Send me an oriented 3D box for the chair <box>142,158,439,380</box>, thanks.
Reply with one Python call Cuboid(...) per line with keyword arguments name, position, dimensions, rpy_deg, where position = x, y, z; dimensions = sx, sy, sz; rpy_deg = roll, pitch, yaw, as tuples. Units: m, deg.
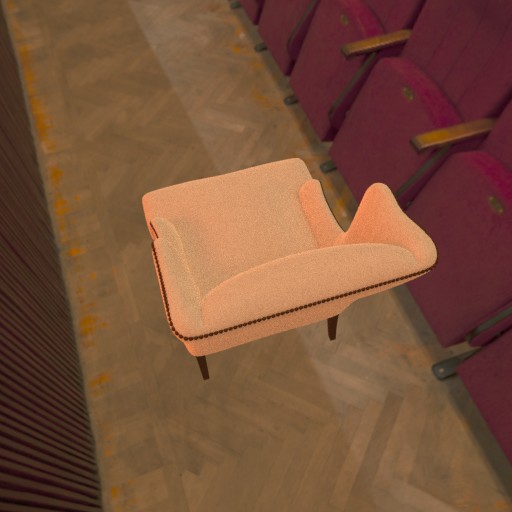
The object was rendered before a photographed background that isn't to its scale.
Cuboid(name="chair", position=(0.000, 0.000, 1.674), dimensions=(0.737, 1.029, 0.940), rpy_deg=(-15, 58, -10))
